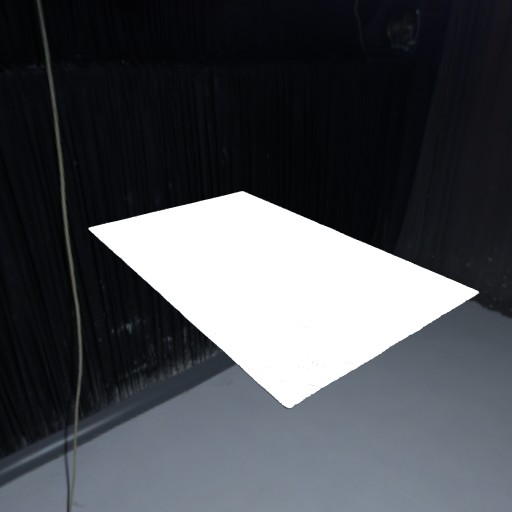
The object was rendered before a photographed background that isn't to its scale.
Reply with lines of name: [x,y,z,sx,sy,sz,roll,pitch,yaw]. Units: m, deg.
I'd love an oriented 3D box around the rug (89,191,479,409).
rug: [0.000,0.000,3.120,1.546,0.010,2.442,-19,32,-33]
